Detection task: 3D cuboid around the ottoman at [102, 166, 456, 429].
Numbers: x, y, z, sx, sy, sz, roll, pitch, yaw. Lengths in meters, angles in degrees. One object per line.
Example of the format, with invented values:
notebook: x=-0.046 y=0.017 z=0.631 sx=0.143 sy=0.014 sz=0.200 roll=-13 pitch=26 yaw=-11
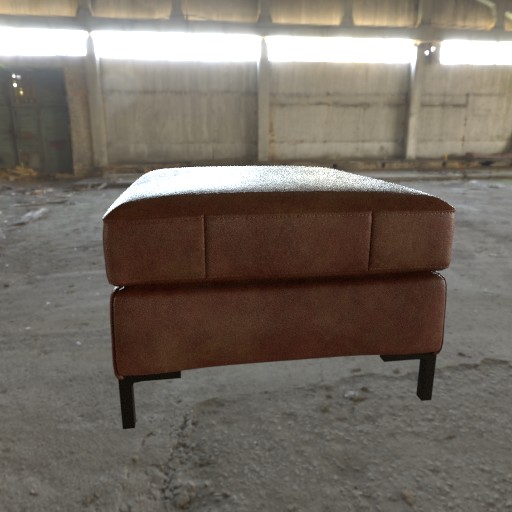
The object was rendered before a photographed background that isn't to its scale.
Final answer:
ottoman: x=0.000 y=0.000 z=1.767 sx=0.965 sy=0.667 sz=1.186 roll=-2 pitch=15 yaw=-8
